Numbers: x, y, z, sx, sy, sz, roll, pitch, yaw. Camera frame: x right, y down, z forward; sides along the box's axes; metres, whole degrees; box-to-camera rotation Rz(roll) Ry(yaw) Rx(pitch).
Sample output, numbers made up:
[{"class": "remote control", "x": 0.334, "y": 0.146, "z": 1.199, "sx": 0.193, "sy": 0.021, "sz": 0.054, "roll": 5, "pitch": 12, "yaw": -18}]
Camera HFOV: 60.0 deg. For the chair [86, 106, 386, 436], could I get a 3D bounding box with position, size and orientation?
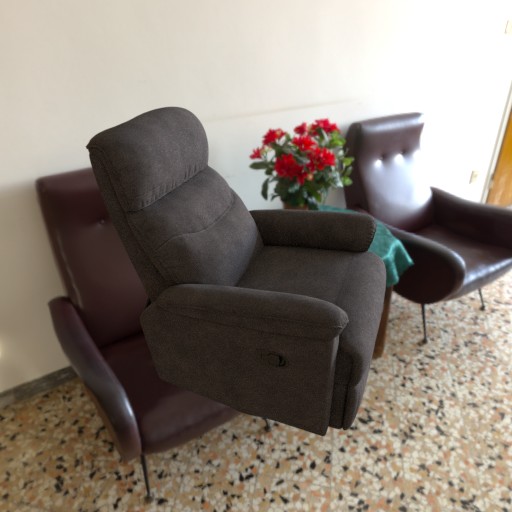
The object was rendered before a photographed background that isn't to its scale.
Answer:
[{"class": "chair", "x": 0.000, "y": 0.000, "z": 1.748, "sx": 1.009, "sy": 1.035, "sz": 0.830, "roll": 10, "pitch": 31, "yaw": 18}]
